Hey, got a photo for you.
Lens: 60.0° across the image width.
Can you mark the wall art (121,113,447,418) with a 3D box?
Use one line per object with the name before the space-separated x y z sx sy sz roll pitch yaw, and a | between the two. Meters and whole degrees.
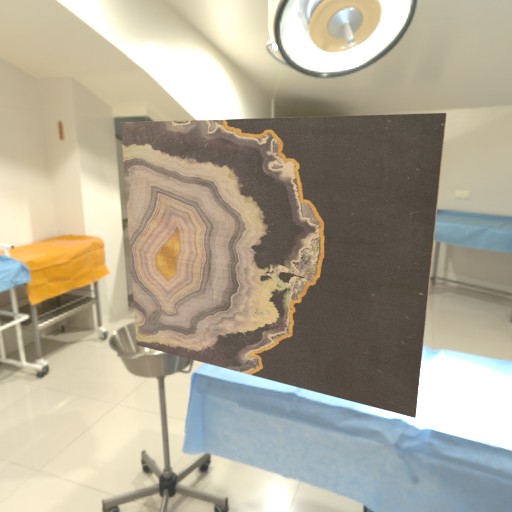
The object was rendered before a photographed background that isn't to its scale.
wall art | 0.000 0.000 0.688 0.508 0.408 0.010 7 16 26
